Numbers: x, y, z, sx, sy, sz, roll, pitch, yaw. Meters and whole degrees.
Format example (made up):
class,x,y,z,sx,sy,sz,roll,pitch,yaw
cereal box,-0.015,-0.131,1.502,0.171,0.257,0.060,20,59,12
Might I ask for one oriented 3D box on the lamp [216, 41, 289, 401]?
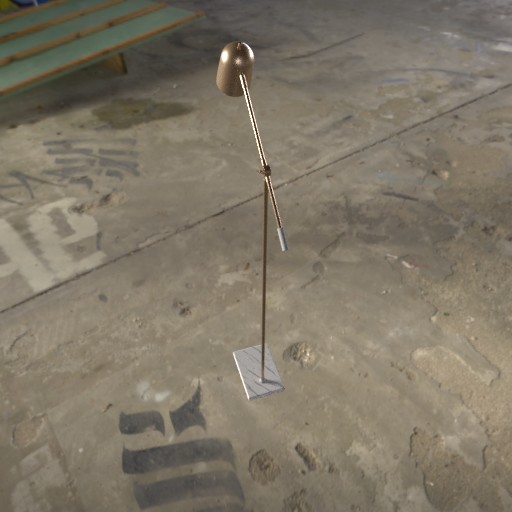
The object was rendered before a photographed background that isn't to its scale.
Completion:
class,x,y,z,sx,sy,sz,roll,pitch,yaw
lamp,0.000,0.000,1.867,0.194,1.594,0.653,-12,43,-13
